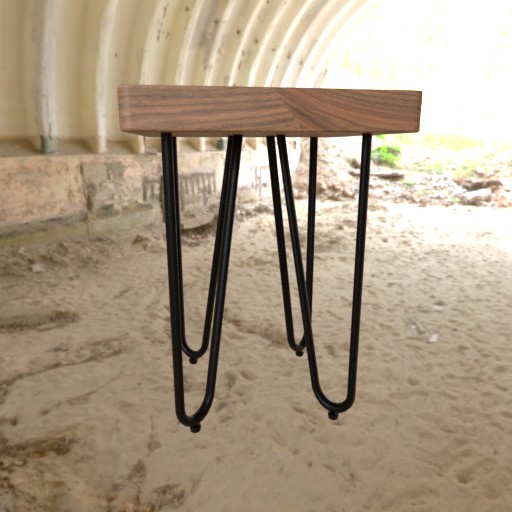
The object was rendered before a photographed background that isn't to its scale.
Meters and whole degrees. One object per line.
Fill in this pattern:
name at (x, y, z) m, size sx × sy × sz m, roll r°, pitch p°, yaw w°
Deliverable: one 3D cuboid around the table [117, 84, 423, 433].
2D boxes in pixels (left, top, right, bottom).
table at (0.000, 0.000, 0.973) m, size 0.480 × 0.641 × 0.479 m, roll -2°, pitch 14°, yaw -8°
